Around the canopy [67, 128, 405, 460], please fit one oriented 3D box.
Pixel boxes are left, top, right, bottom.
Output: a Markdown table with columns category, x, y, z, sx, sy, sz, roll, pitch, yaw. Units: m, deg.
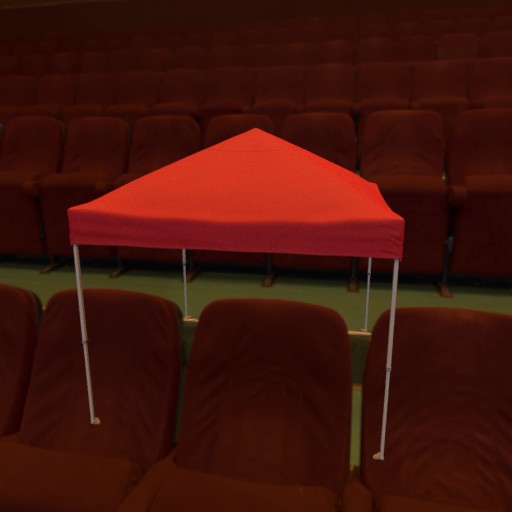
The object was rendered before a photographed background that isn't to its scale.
| category | x | y | z | sx | sy | sz | roll | pitch | yaw |
| --- | --- | --- | --- | --- | --- | --- | --- | --- | --- |
| canopy | 0.000 | 0.000 | 5.394 | 2.996 | 2.997 | 2.998 | 3 | 15 | 10 |
